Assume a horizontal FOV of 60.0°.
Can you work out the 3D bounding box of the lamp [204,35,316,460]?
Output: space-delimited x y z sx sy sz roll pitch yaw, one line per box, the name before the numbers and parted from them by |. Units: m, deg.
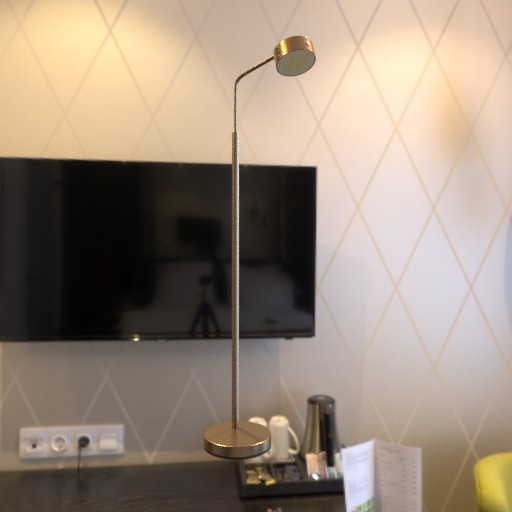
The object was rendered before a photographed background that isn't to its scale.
lamp | 0.000 0.000 1.374 0.219 1.230 0.418 1 -1 -37
